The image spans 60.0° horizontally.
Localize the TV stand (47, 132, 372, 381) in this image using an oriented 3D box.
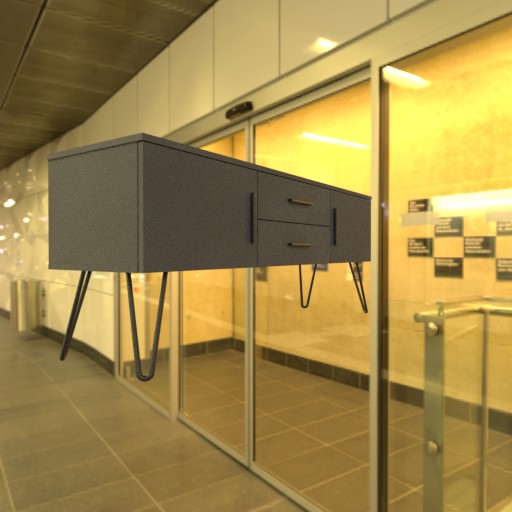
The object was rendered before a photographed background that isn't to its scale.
[{"bbox_3d":[0.000,0.000,1.661,0.400,0.560,1.400,0,1,35],"label":"TV stand"}]
